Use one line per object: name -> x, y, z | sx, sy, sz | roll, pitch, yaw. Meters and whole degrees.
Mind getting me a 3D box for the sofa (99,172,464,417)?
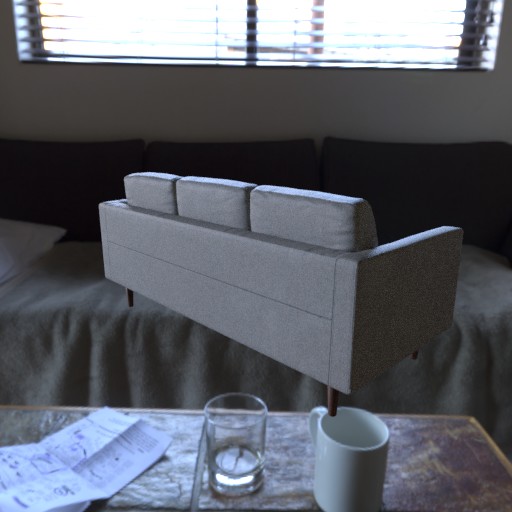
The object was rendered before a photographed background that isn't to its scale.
sofa -> 0.000, 0.000, 2.571 | 0.944, 0.918, 1.983 | -14, 20, -42
